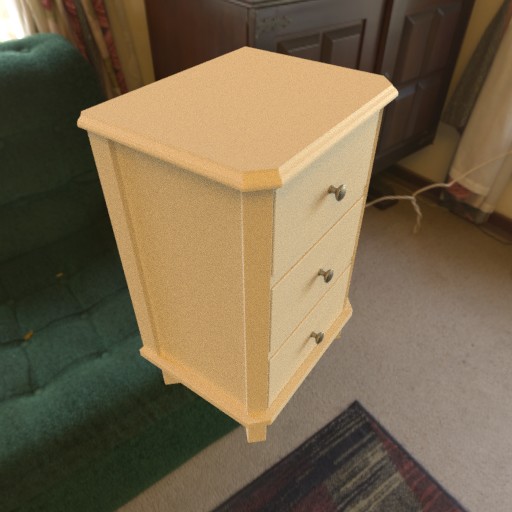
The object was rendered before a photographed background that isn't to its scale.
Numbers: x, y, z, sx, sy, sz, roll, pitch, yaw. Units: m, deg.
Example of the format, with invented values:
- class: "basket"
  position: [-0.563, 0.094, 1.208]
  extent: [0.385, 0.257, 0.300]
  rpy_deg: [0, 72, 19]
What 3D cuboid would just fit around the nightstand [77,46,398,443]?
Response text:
- class: "nightstand"
  position: [0.000, 0.000, 0.934]
  extent: [0.351, 0.681, 0.435]
  rpy_deg: [25, 47, 26]
